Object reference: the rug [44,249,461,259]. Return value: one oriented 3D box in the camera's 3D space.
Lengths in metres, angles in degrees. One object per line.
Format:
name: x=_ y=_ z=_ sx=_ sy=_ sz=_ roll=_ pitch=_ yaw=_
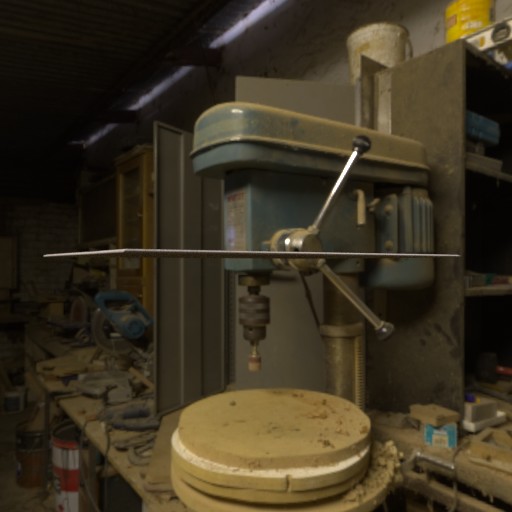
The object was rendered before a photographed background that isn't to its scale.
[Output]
rug: x=0.000 y=0.000 z=2.350 sx=1.847 sy=0.012 sz=1.224 roll=1 pitch=-1 yaw=-36
